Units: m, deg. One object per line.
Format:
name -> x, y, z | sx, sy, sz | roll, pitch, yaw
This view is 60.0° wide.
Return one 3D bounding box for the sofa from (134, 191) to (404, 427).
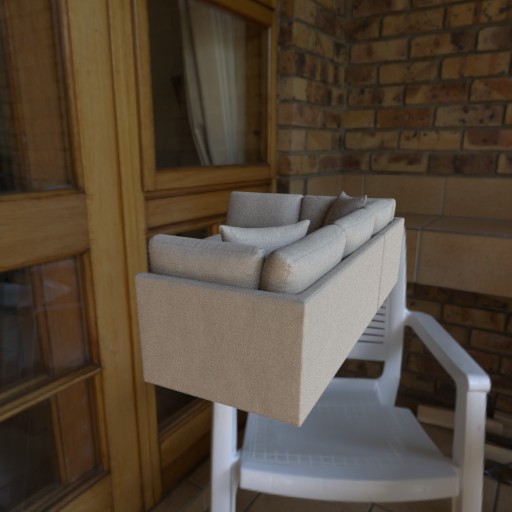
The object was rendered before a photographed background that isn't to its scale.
sofa -> 0.000, 0.000, 3.817 | 1.994, 0.978, 2.896 | 7, 15, 26
